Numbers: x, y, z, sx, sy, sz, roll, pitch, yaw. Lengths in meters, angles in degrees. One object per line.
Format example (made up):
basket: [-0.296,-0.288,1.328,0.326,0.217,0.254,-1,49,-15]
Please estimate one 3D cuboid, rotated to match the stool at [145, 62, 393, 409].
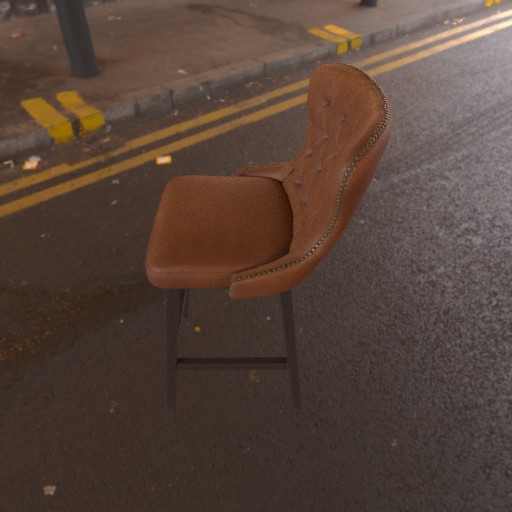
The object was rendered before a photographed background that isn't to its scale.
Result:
stool: [0.000,0.000,1.298,0.593,0.971,0.528,0,42,0]
